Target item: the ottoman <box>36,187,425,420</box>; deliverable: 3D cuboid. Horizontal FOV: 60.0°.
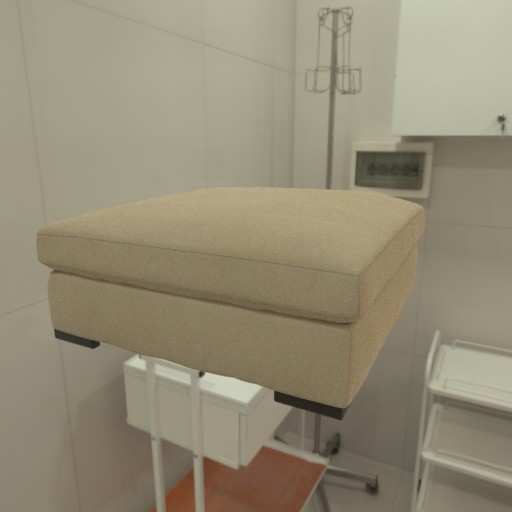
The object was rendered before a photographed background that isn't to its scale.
[{"bbox_3d":[0.000,0.000,1.855,1.190,0.522,1.205,7,17,26],"label":"ottoman"}]
